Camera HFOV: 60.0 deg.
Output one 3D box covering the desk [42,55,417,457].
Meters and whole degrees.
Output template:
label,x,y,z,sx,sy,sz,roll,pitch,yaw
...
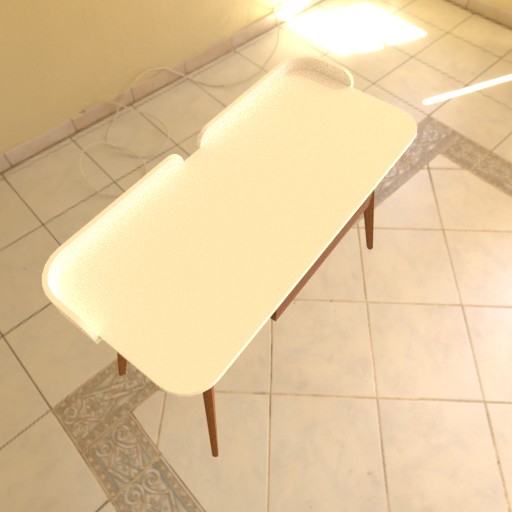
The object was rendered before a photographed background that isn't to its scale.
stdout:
label,x,y,z,sx,sy,sz,roll,pitch,yaw
desk,0.000,0.000,1.608,0.534,0.807,1.206,33,63,19
